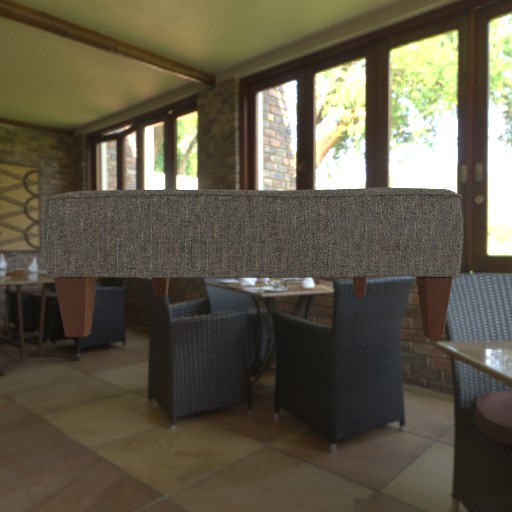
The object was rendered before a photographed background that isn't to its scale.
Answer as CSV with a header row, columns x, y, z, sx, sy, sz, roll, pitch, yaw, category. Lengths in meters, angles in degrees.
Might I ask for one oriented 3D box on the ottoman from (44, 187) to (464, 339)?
x,y,z,sx,sy,sz,roll,pitch,yaw,category
0.000,0.000,1.530,1.016,0.379,0.981,0,1,1,ottoman
